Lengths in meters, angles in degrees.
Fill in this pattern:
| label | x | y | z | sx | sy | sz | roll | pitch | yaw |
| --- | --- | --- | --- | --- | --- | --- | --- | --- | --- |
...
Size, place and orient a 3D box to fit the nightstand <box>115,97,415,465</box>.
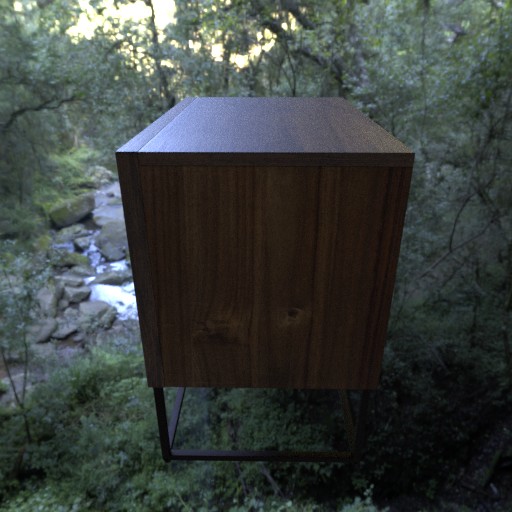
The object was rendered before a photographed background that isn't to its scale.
| label | x | y | z | sx | sy | sz | roll | pitch | yaw |
| --- | --- | --- | --- | --- | --- | --- | --- | --- | --- |
| nightstand | 0.000 | 0.000 | 1.001 | 0.437 | 0.610 | 0.610 | 0 | 26 | 1 |
